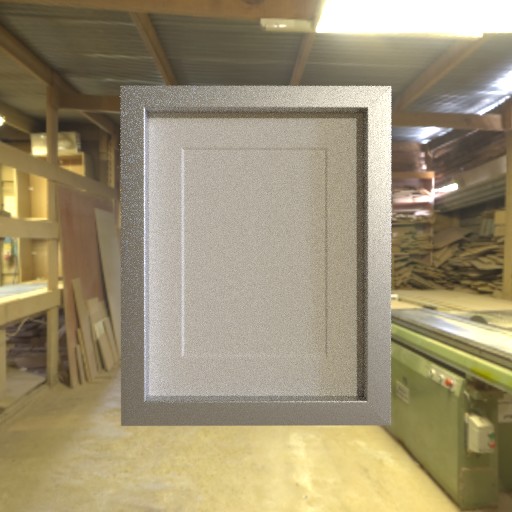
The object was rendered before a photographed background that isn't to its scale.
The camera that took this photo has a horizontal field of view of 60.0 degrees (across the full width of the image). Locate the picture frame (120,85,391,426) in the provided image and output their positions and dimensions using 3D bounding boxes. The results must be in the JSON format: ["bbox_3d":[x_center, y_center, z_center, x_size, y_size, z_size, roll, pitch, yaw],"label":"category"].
[{"bbox_3d":[0.000,0.000,0.521,0.307,0.386,0.036,0,0,0],"label":"picture frame"}]
